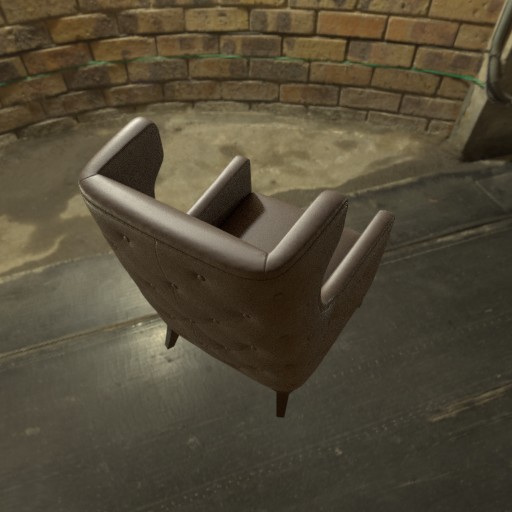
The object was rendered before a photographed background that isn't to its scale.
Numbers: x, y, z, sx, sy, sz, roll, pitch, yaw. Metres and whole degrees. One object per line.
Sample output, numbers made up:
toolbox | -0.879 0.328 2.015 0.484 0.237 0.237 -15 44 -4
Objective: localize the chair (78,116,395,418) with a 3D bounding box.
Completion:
chair | 0.000 0.000 1.658 0.769 1.079 0.899 25 53 21
